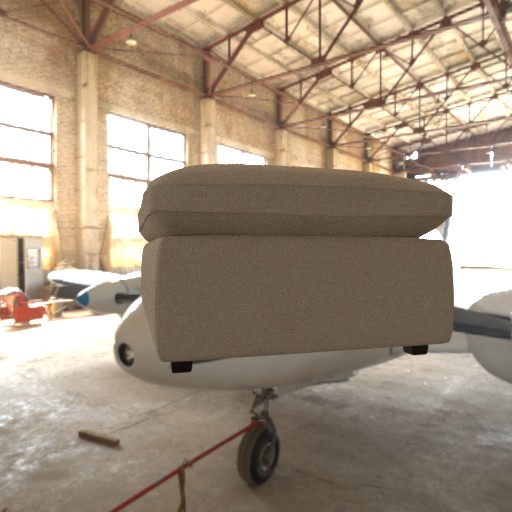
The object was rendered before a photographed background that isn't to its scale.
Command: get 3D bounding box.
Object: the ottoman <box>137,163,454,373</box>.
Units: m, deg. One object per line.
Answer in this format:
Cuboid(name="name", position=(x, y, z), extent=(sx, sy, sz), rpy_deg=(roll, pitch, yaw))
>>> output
Cuboid(name="ottoman", position=(0.000, 0.000, 1.351), extent=(0.686, 0.453, 0.984), rpy_deg=(0, 1, -16))
